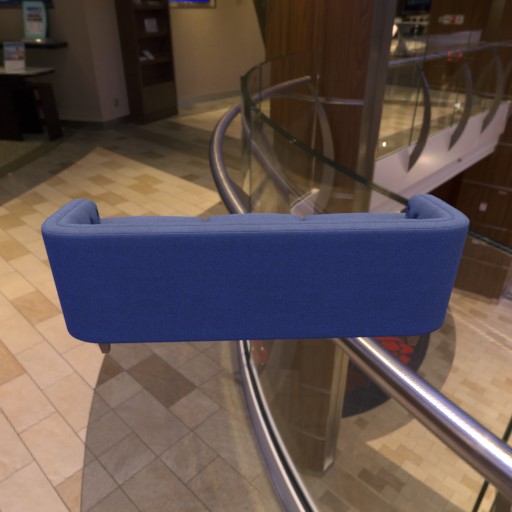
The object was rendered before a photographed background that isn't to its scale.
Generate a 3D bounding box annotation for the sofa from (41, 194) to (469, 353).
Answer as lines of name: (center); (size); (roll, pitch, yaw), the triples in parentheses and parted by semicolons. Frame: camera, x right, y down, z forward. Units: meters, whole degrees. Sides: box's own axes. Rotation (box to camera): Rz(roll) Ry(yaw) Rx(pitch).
sofa: (0.000, 0.000, 2.640); (2.235, 0.787, 0.914); (-1, 30, -2)
